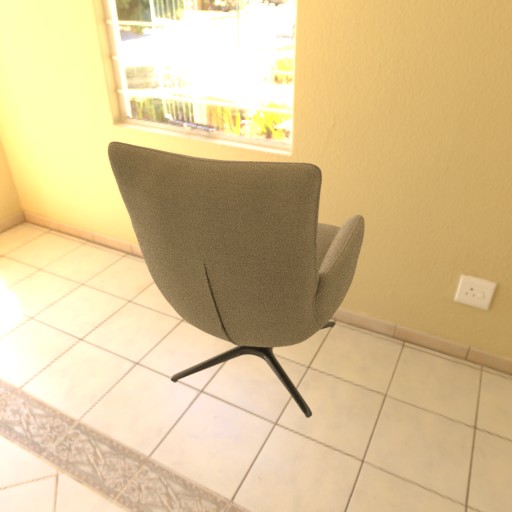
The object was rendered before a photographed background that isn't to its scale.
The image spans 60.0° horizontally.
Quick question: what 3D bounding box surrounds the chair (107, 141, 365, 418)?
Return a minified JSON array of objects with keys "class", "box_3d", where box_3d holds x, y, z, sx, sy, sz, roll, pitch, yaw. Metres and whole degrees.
[{"class":"chair","box_3d":[0.000,0.000,1.595,0.711,1.016,0.889,10,33,15]}]
